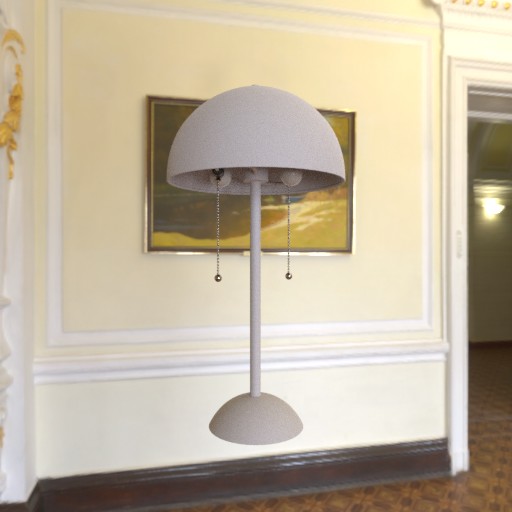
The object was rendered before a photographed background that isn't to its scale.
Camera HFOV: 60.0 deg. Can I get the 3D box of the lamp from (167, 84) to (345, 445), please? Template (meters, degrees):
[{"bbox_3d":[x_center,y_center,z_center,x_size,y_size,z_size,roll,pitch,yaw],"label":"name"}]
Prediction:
[{"bbox_3d":[0.000,0.000,0.432,0.171,0.330,0.171,0,0,0],"label":"lamp"}]
